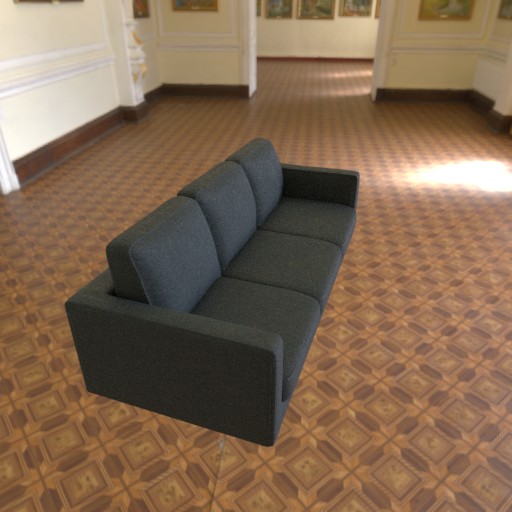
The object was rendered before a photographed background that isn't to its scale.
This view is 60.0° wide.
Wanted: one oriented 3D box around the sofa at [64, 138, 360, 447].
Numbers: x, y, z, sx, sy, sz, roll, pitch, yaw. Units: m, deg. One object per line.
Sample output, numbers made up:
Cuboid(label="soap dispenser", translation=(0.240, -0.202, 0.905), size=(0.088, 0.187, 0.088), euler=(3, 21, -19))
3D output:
Cuboid(label="sofa", translation=(0.000, 0.000, 2.588), size=(0.935, 0.945, 2.013), euler=(10, 31, 17))
